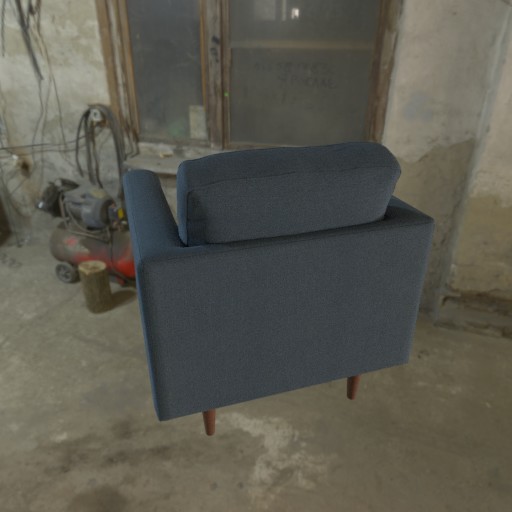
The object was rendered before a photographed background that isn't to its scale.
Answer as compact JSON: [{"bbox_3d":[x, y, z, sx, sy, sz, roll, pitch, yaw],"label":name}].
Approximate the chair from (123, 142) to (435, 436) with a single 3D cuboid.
[{"bbox_3d":[0.000,0.000,1.601,0.855,0.922,0.820,-8,29,-15],"label":"chair"}]
